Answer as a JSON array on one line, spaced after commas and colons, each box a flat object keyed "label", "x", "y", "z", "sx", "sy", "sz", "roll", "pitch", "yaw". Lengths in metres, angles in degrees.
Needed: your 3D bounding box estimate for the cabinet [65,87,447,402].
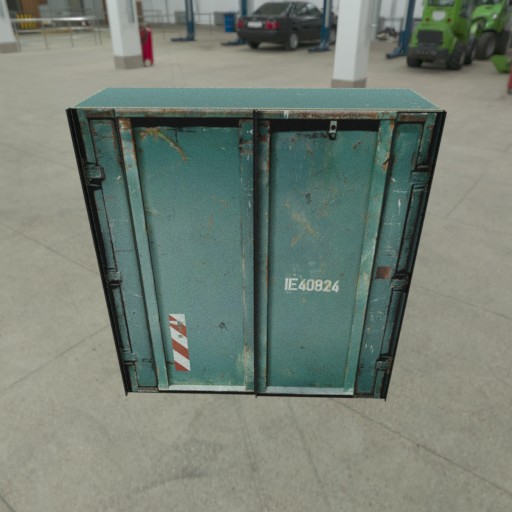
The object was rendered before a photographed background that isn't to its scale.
[{"label": "cabinet", "x": 0.000, "y": 0.000, "z": 3.156, "sx": 2.000, "sy": 2.160, "sz": 0.680, "roll": 1, "pitch": 30, "yaw": 1}]
